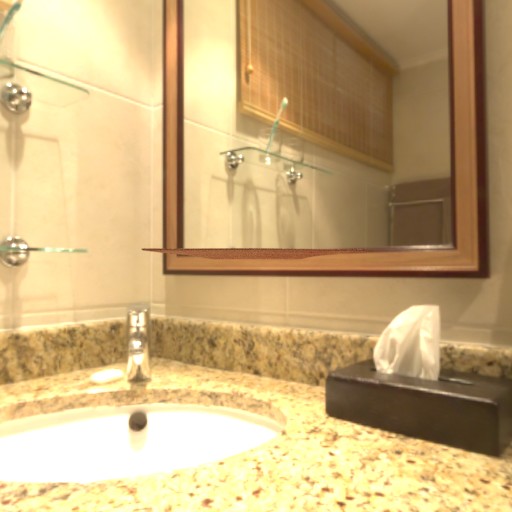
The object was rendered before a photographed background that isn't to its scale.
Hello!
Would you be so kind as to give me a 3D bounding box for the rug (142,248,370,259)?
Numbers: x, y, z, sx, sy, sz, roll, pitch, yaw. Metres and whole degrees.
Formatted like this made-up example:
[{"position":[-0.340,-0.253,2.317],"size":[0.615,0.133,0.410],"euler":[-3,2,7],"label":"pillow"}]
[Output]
[{"position":[0.000,0.000,2.558],"size":[0.718,0.013,2.353],"euler":[0,-1,0],"label":"rug"}]
